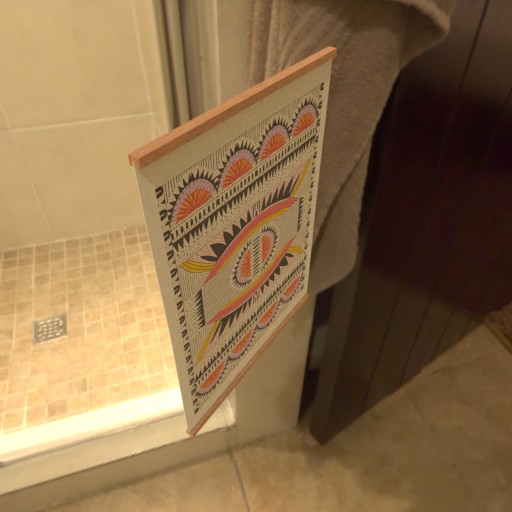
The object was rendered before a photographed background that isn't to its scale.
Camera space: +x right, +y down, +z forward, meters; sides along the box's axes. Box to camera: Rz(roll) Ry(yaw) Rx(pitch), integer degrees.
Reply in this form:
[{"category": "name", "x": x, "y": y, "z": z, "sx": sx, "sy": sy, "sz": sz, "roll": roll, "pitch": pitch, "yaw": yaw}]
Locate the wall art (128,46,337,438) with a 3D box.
[{"category": "wall art", "x": 0.000, "y": 0.000, "z": 1.348, "sx": 0.028, "sy": 1.016, "sz": 0.765, "roll": 25, "pitch": 47, "yaw": 25}]
